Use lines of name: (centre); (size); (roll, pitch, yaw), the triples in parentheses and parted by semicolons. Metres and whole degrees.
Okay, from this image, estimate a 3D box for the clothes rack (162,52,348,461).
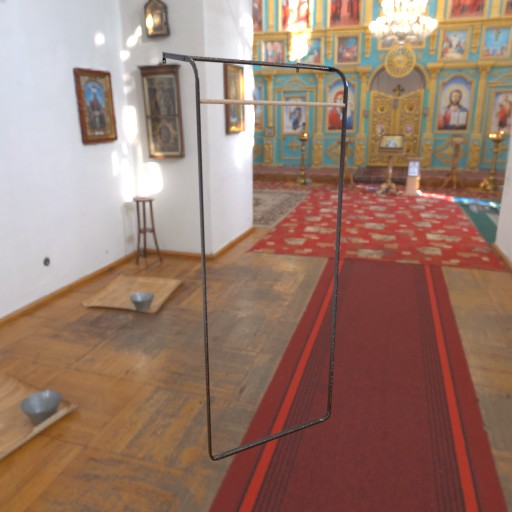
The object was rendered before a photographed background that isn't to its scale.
clothes rack: (0.000, 0.000, 1.857); (0.609, 1.574, 0.349); (-8, 18, -27)
